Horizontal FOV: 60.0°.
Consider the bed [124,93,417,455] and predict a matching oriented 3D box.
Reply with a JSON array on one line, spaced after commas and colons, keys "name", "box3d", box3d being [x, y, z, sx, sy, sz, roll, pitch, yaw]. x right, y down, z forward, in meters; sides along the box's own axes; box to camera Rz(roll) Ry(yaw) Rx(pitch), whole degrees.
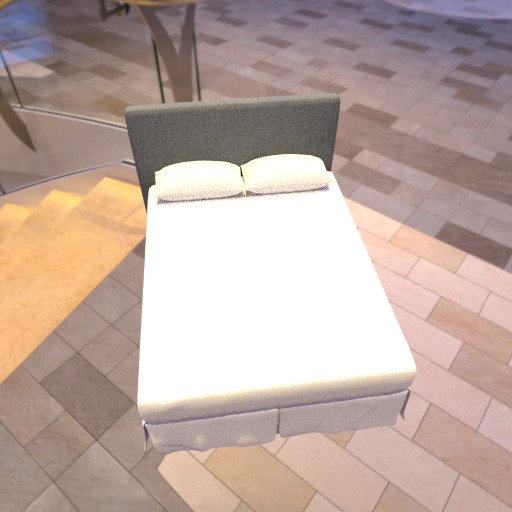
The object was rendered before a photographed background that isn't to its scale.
[{"name": "bed", "box3d": [0.000, 0.000, 3.128, 1.723, 1.330, 2.142, -6, 46, -5]}]
